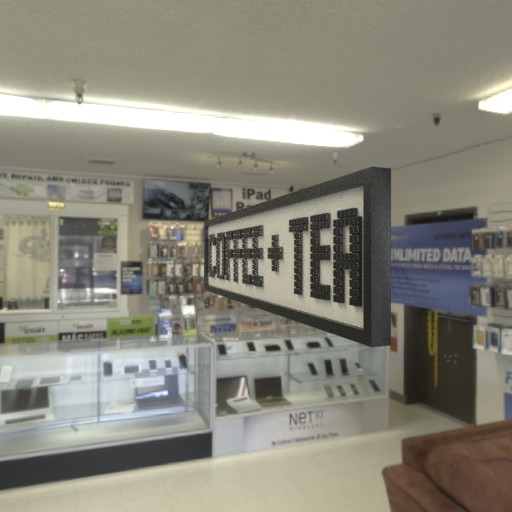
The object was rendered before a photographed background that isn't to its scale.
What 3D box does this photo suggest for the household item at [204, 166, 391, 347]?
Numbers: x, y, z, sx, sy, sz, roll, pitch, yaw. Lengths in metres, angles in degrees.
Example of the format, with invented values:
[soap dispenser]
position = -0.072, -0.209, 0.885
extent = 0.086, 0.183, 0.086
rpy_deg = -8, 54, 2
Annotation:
[household item]
position = 0.000, 0.000, 1.055
extent = 0.030, 0.236, 1.001
rpy_deg = 0, 0, -19
